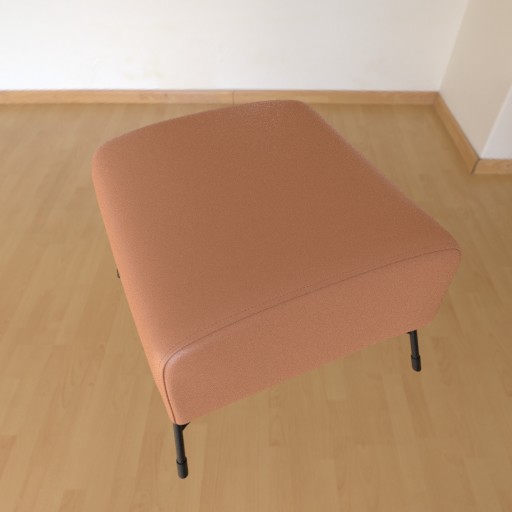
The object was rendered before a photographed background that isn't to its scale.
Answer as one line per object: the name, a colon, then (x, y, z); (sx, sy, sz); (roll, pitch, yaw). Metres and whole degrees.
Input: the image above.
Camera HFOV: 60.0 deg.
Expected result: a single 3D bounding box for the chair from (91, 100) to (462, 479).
chair: (0.000, 0.000, 0.873); (0.530, 0.410, 0.530); (-18, 49, -16)
